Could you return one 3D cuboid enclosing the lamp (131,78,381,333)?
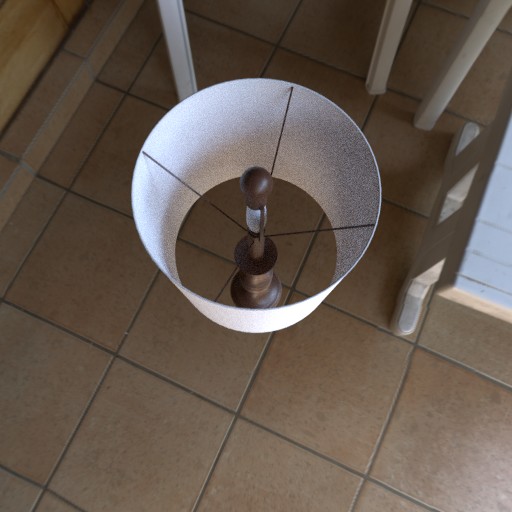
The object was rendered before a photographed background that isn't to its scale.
[{"bbox_3d":[0.000,0.000,0.711,0.250,0.597,0.250,18,76,5],"label":"lamp"}]
